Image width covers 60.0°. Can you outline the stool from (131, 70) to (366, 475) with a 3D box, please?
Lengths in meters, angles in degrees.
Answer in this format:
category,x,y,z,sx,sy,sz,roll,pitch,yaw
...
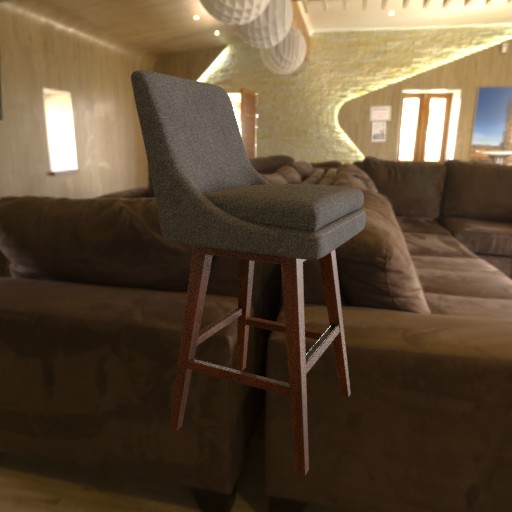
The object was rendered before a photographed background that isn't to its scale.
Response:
category,x,y,z,sx,sy,sz,roll,pitch,yaw
stool,0.000,0.000,1.380,0.572,1.068,0.489,7,16,26
